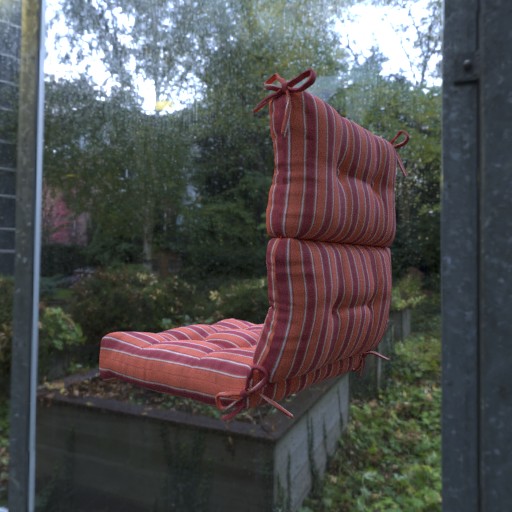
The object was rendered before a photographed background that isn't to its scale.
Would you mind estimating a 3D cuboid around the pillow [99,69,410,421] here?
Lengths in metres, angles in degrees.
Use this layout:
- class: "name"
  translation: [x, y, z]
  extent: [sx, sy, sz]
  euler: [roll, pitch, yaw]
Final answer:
- class: "pillow"
  translation: [0.000, 0.000, 1.028]
  extent: [0.571, 0.605, 0.519]
  euler: [-1, -2, 37]
